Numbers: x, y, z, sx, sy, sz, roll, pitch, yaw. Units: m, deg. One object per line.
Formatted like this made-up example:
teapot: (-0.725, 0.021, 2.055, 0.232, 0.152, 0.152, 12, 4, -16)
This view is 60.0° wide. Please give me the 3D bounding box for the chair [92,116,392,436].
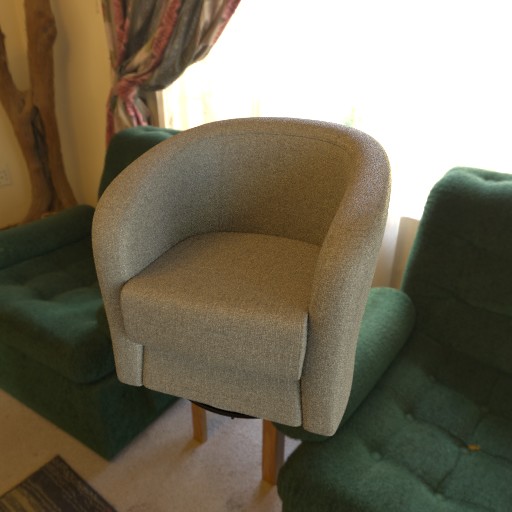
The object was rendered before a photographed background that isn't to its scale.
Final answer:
chair: (0.000, 0.000, 1.447, 0.791, 0.771, 0.815, 9, 27, 17)
